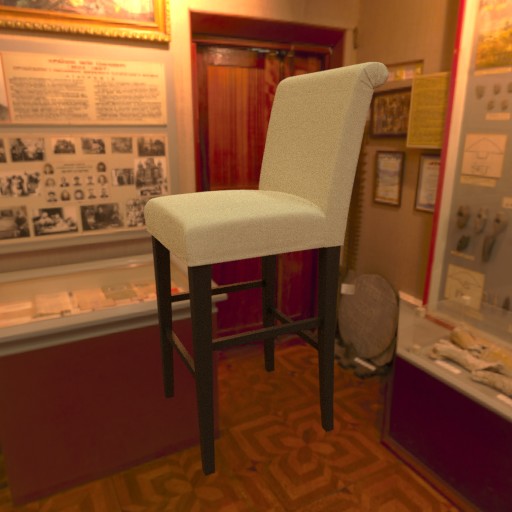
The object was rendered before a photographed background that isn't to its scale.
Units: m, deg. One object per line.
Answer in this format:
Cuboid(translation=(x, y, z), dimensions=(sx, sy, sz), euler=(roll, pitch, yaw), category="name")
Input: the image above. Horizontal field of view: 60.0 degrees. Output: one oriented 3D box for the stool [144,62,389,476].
Cuboid(translation=(0.000, 0.000, 1.416), dimensions=(0.597, 1.124, 0.452), euler=(-8, 18, -25), category="stool")
